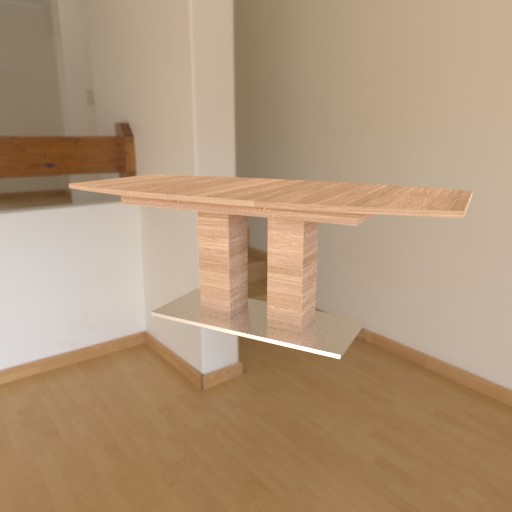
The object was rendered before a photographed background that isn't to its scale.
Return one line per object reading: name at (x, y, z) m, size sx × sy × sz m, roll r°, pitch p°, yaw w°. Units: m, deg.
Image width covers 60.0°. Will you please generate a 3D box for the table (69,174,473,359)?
table at (0.000, 0.000, 2.424) m, size 2.032 × 0.750 × 0.900 m, roll 8°, pitch 17°, yaw 27°
